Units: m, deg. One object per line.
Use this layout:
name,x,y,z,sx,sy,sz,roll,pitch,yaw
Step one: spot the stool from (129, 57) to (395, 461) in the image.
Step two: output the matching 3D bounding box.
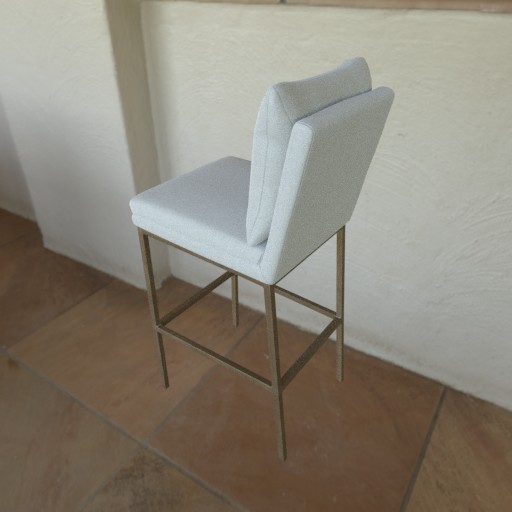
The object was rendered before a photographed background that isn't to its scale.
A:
stool,0.000,0.000,1.379,0.572,1.125,0.463,21,38,30
